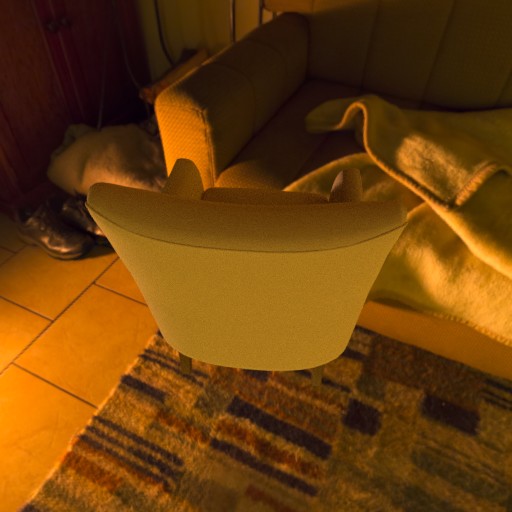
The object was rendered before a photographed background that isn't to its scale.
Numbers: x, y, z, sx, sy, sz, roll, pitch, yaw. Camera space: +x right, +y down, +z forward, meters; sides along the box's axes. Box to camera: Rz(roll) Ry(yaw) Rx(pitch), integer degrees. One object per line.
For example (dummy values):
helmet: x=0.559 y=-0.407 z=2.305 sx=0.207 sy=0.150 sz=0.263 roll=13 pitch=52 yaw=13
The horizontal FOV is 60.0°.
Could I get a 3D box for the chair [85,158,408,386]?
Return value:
chair: x=0.000 y=0.000 z=1.534 sx=0.756 sy=0.916 sz=0.879 roll=4 pitch=44 yaw=4
